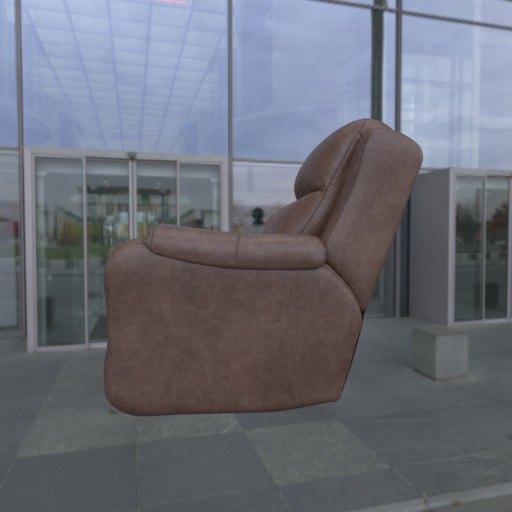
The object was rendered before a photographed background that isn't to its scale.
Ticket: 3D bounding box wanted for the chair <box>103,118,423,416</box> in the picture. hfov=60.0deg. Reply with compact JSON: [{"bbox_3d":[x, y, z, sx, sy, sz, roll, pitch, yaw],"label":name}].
[{"bbox_3d":[0.000,0.000,1.798,1.067,0.990,0.940,0,2,-1],"label":"chair"}]
